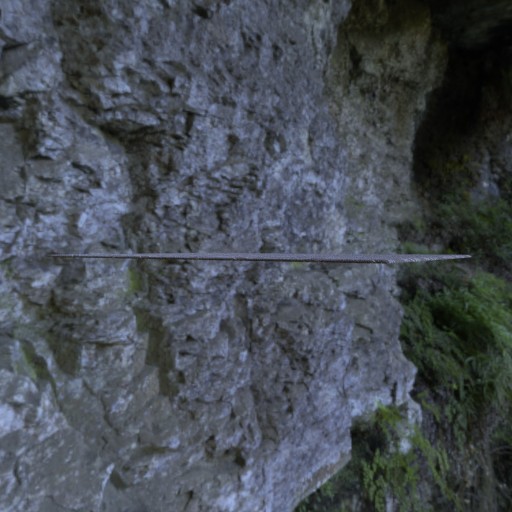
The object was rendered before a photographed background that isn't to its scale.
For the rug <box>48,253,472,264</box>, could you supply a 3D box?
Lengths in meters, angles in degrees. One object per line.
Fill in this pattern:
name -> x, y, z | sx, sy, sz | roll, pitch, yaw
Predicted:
rug -> 0.000, 0.000, 2.308 | 1.836, 0.012, 1.239 | 1, 1, 36
